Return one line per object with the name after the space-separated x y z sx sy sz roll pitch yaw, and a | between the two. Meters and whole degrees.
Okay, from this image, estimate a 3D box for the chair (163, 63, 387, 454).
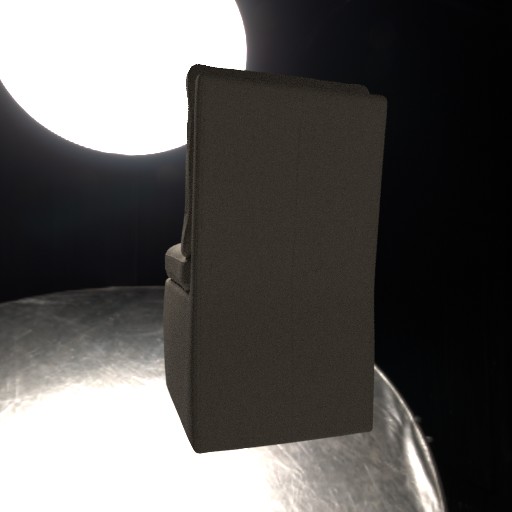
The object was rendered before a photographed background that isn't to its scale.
0.000 0.000 1.349 0.503 0.927 0.698 0 -1 -17 | chair
